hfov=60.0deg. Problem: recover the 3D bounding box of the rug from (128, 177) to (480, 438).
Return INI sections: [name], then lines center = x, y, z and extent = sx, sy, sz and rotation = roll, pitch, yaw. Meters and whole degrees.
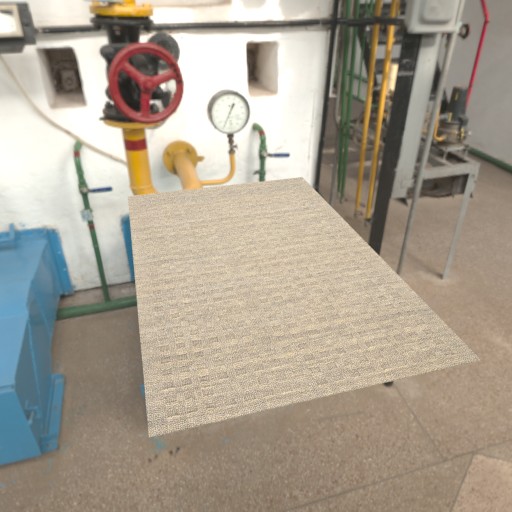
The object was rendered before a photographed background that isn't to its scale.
[rug]
center = 0.000, 0.000, 2.138
extent = 1.142, 0.006, 1.752
rotation = -8, 33, -13
